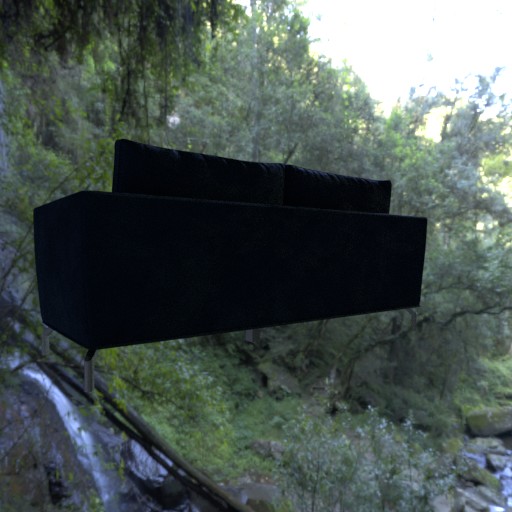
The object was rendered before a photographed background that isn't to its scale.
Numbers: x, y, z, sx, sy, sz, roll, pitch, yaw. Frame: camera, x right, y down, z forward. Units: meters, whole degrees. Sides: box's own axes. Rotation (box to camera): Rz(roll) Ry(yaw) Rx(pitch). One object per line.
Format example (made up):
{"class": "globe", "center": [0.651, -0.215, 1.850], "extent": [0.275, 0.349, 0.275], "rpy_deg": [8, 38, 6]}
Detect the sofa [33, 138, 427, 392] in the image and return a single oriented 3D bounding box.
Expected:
{"class": "sofa", "center": [0.000, 0.000, 2.581], "extent": [2.212, 0.998, 0.853], "rpy_deg": [-1, 1, -37]}
